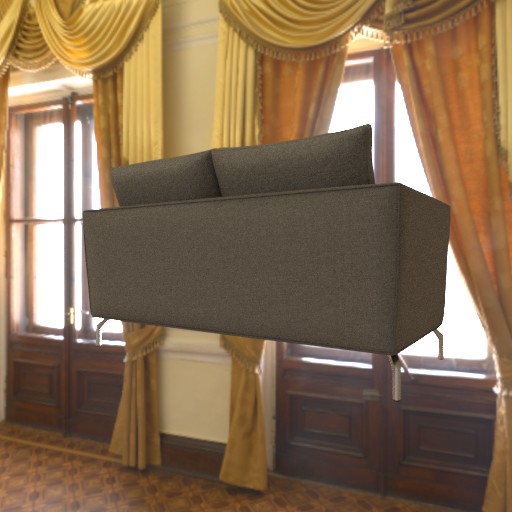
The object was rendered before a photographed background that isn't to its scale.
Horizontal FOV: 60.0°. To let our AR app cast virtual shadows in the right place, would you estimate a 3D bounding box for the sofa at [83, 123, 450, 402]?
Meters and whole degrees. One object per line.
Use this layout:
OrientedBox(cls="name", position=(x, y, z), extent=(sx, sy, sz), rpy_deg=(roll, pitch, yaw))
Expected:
OrientedBox(cls="sofa", position=(0.000, 0.000, 2.113), extent=(1.594, 0.924, 0.803), rpy_deg=(0, 0, 34))
